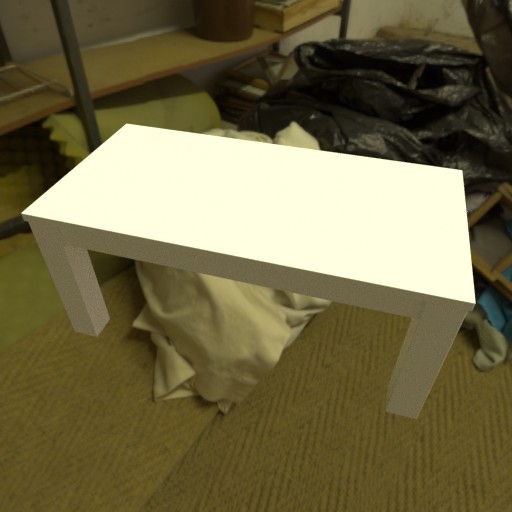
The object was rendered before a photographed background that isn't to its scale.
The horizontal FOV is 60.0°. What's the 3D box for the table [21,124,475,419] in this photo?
[{"bbox_3d":[0.000,0.000,2.259,1.800,0.790,0.900,11,43,12],"label":"table"}]
